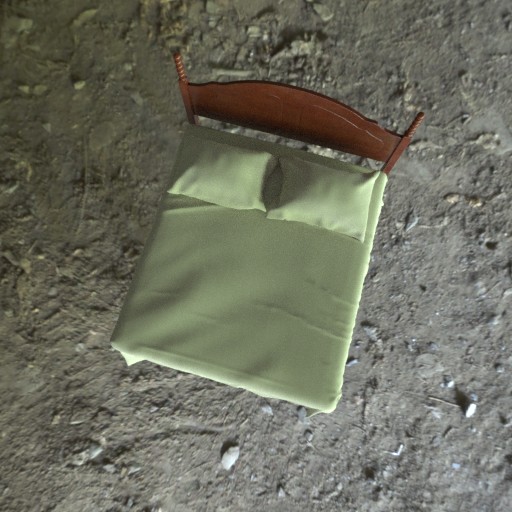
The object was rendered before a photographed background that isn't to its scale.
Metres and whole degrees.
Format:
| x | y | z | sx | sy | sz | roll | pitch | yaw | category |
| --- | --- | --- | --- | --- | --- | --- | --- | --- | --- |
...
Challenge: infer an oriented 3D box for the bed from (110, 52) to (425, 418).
| x | y | z | sx | sy | sz | roll | pitch | yaw | category |
| --- | --- | --- | --- | --- | --- | --- | --- | --- | --- |
| 0.000 | 0.000 | 3.213 | 1.873 | 1.356 | 2.040 | 15 | 76 | 4 | bed |
